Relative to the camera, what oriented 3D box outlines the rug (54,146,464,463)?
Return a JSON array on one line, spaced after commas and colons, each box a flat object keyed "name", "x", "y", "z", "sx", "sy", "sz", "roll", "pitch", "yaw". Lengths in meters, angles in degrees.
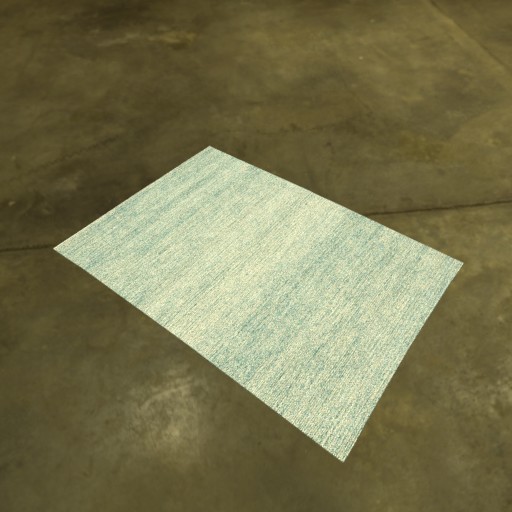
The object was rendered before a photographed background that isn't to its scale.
[{"name": "rug", "x": 0.000, "y": 0.000, "z": 3.011, "sx": 2.306, "sy": 0.030, "sz": 1.613, "roll": 30, "pitch": 54, "yaw": 25}]
